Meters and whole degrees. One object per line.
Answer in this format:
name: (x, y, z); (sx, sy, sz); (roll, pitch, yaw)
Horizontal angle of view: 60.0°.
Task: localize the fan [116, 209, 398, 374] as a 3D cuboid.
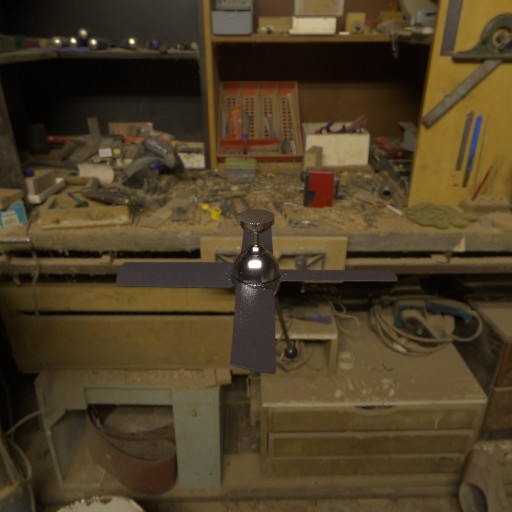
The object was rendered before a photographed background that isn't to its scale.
fan: (0.000, 0.000, 2.087); (1.332, 0.403, 1.332); (0, 28, 1)
